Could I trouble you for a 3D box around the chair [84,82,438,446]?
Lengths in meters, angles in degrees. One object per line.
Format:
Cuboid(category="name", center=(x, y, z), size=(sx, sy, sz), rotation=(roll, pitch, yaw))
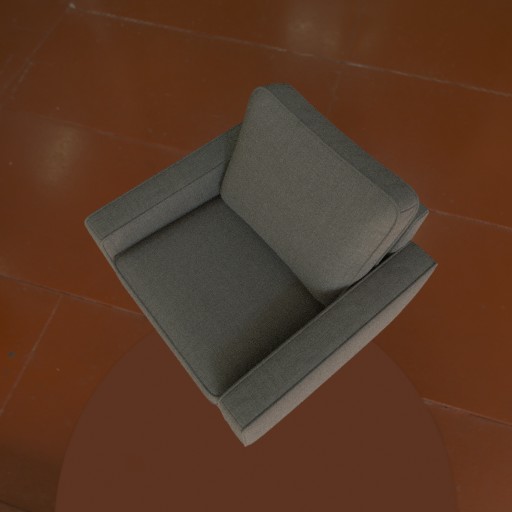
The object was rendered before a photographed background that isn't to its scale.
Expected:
Cuboid(category="chair", center=(0.000, 0.000, 1.747), size=(0.940, 0.919, 1.017), rotation=(-36, 68, -17))
